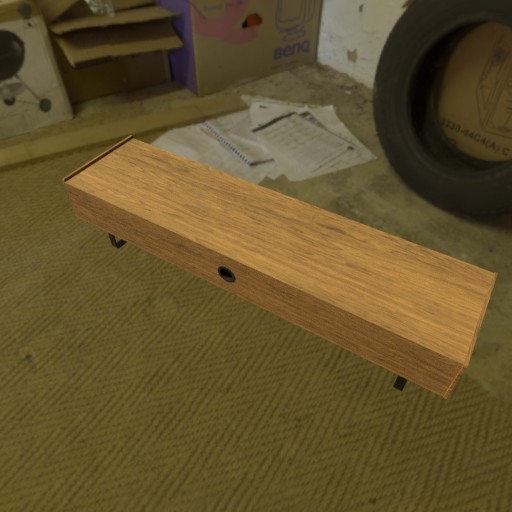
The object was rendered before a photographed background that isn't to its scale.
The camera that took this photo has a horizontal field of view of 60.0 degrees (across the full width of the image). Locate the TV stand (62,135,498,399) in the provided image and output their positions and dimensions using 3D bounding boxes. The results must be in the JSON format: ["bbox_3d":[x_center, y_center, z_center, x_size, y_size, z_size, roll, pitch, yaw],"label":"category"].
[{"bbox_3d":[0.000,0.000,1.957,1.796,0.415,0.467,24,50,22],"label":"TV stand"}]
